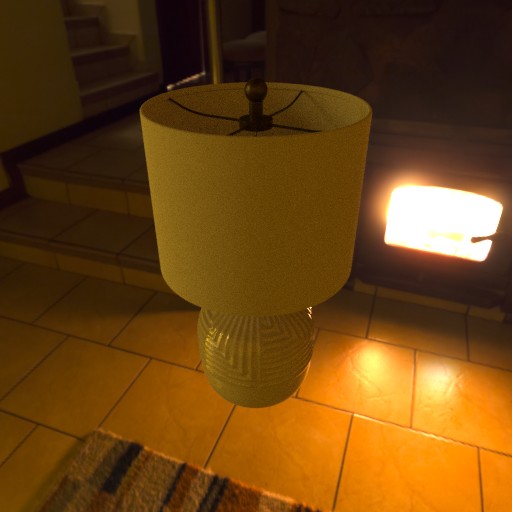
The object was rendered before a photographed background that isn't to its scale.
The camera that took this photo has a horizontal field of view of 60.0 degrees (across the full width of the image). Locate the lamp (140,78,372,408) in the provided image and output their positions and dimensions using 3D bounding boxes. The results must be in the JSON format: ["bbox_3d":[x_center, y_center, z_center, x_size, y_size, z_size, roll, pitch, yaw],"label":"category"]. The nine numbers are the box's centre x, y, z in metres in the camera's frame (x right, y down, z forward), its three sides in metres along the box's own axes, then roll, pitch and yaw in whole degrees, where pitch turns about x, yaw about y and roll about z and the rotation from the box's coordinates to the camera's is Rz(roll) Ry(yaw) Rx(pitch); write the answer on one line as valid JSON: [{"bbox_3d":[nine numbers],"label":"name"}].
[{"bbox_3d":[0.000,0.000,0.750,0.318,0.567,0.318,0,32,0],"label":"lamp"}]
